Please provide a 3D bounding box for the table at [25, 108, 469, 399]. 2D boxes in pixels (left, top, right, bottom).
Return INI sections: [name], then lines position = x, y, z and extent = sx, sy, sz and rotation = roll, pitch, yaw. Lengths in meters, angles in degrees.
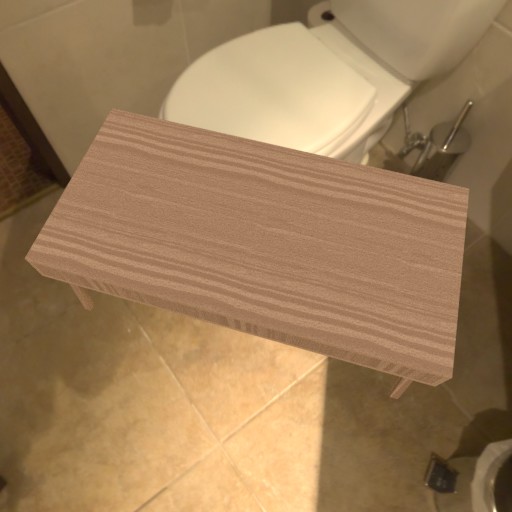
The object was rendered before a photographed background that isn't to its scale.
[table]
position = 0.000, 0.000, 1.517
extent = 1.200, 0.450, 0.600
rotation = 15, 64, 7
